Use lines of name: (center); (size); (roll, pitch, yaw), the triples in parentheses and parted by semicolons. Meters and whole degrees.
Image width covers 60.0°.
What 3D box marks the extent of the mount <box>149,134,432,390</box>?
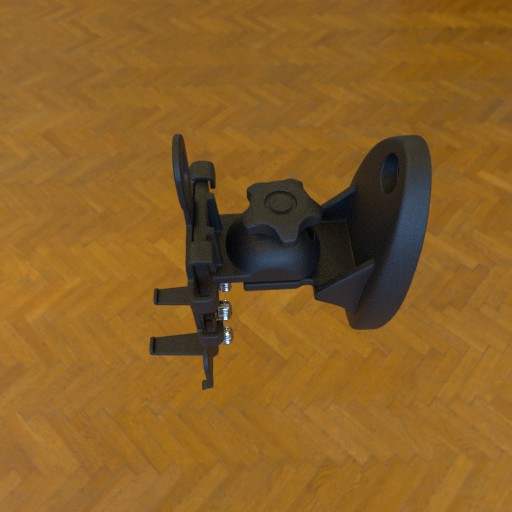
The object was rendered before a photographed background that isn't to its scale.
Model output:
mount: (0.000, 0.000, 0.172); (0.100, 0.118, 0.066); (-3, 57, -2)
